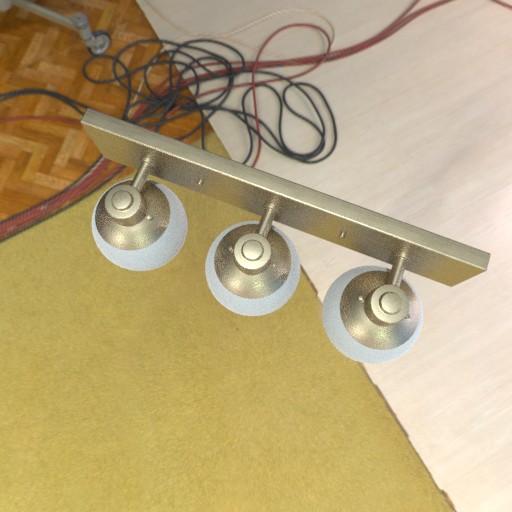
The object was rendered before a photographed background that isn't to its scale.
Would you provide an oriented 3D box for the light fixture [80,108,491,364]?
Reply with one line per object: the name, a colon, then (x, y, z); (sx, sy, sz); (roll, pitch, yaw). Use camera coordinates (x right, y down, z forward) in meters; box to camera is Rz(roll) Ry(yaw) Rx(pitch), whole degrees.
light fixture: (0.000, 0.000, 0.840); (0.721, 0.263, 0.218); (21, 76, 6)
